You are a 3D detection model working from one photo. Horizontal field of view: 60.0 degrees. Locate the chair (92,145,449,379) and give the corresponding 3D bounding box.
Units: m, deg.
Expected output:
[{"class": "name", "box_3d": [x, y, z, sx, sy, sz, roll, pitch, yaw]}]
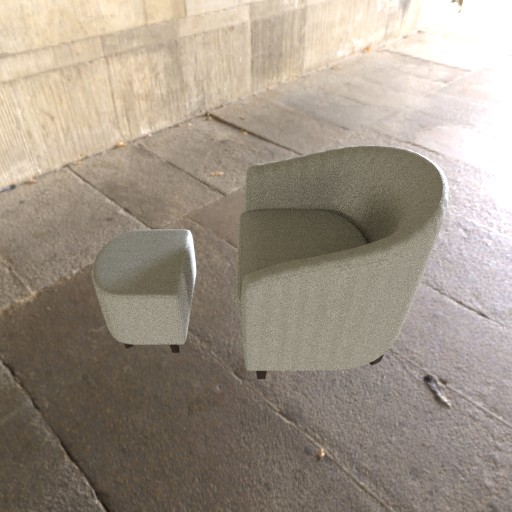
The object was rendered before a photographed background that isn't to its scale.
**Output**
[{"class": "chair", "box_3d": [0.000, 0.000, 1.747, 1.288, 0.757, 0.756, 0, 40, 0]}]
